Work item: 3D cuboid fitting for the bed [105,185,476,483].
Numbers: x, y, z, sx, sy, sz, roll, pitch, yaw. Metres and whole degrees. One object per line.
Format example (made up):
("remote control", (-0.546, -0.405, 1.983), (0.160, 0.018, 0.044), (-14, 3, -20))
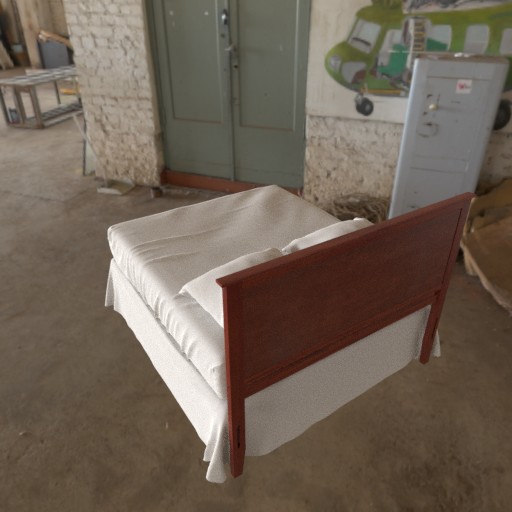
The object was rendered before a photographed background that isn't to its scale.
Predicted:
("bed", (0.000, 0.000, 3.162), (1.870, 1.270, 2.050), (-18, 35, -28))
